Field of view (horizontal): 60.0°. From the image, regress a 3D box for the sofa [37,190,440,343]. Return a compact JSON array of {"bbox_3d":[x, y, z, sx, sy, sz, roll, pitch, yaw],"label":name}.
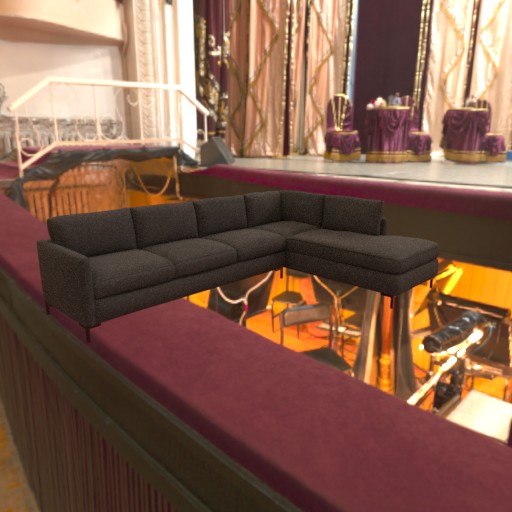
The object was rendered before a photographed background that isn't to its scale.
[{"bbox_3d":[0.000,0.000,3.828,2.949,0.815,2.007,-14,21,-43],"label":"sofa"}]
